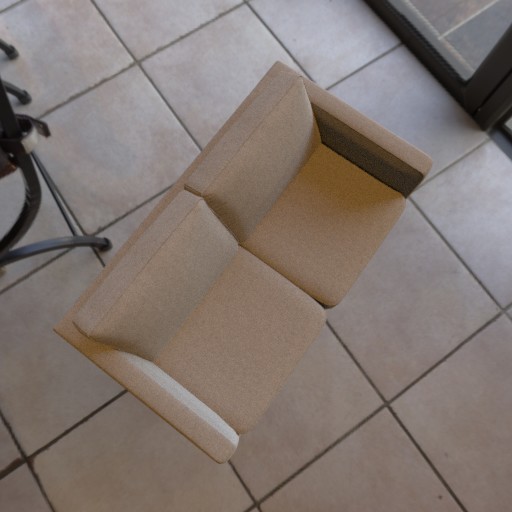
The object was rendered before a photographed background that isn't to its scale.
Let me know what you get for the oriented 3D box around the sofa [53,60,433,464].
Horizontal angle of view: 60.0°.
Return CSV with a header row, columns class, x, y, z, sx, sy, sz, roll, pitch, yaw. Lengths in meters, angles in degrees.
class,x,y,z,sx,sy,sz,roll,pitch,yaw
sofa,0.000,0.000,2.327,1.000,0.900,1.731,36,79,8
